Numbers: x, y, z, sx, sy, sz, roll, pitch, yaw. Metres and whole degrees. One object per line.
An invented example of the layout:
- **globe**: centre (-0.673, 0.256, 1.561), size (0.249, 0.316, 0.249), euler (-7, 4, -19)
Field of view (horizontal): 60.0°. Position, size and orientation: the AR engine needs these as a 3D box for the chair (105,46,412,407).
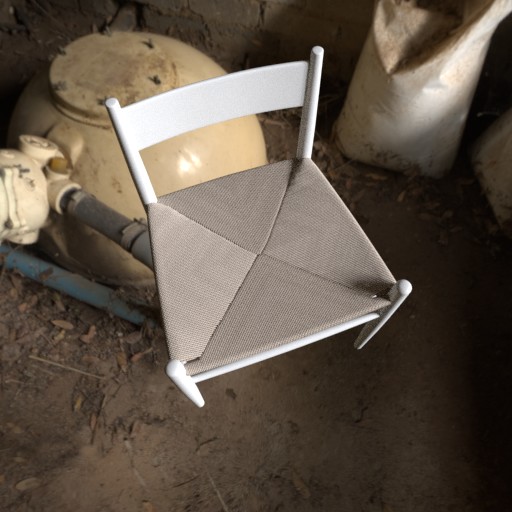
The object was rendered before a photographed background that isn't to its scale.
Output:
- **chair**: centre (0.000, 0.000, 1.117), size (0.556, 0.762, 0.495), euler (-18, 65, -9)
